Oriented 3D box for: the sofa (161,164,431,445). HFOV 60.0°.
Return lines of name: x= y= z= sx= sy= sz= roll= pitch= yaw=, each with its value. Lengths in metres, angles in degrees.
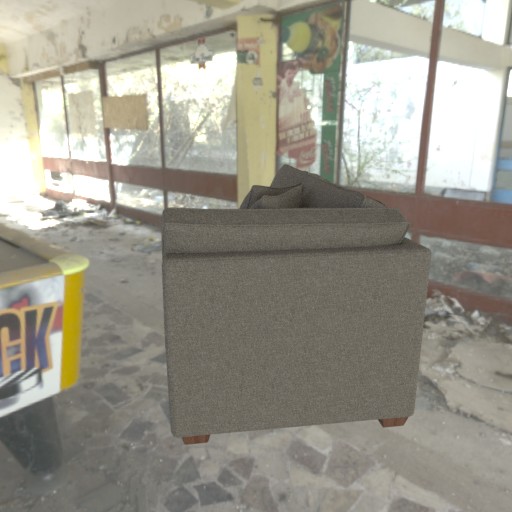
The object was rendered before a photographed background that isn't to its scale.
sofa: x=0.000 y=0.000 z=2.812 sx=1.110 sy=1.033 sz=2.237 roll=-2 pitch=16 yaw=-8
